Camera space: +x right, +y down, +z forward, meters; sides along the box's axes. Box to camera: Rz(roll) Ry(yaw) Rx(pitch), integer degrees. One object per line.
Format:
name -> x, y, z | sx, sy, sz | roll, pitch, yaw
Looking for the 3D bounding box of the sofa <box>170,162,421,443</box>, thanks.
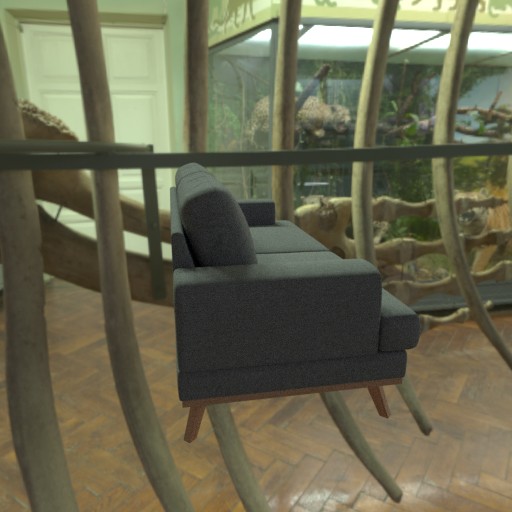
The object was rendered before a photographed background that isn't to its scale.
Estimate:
sofa -> 0.000, 0.000, 2.113 | 0.785, 0.810, 1.650 | -3, 16, -10
